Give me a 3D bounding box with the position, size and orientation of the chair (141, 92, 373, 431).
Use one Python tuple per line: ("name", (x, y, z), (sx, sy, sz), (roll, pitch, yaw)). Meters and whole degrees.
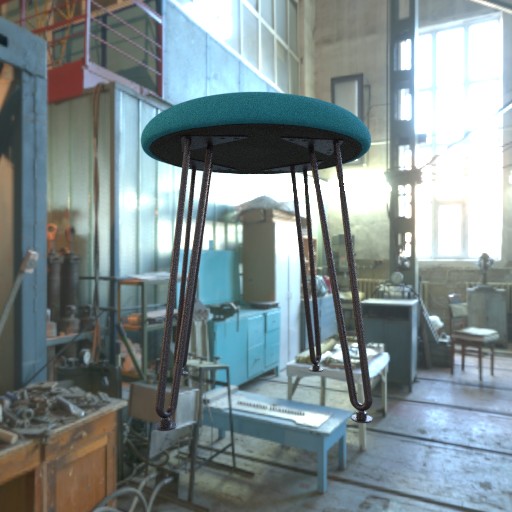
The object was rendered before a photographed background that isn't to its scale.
("chair", (0.000, 0.000, 0.696), (0.350, 0.430, 0.350), (0, 0, -18))
